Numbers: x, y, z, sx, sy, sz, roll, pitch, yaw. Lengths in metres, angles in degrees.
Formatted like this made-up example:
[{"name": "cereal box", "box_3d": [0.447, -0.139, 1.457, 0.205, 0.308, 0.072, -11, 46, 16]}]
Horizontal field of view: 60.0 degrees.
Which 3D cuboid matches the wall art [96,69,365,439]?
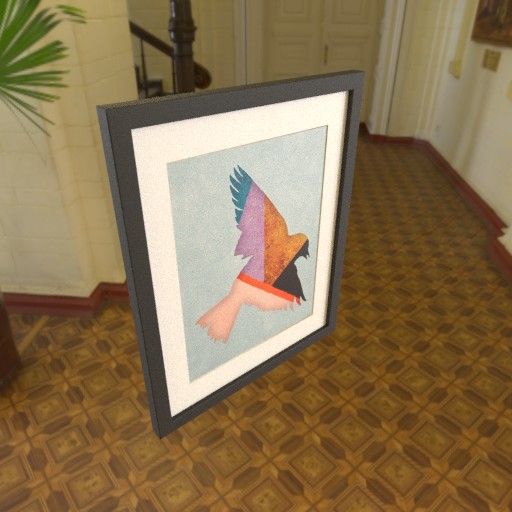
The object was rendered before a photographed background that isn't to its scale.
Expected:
[{"name": "wall art", "box_3d": [0.000, 0.000, 0.765, 0.457, 0.558, 0.028, -23, 37, -34]}]
